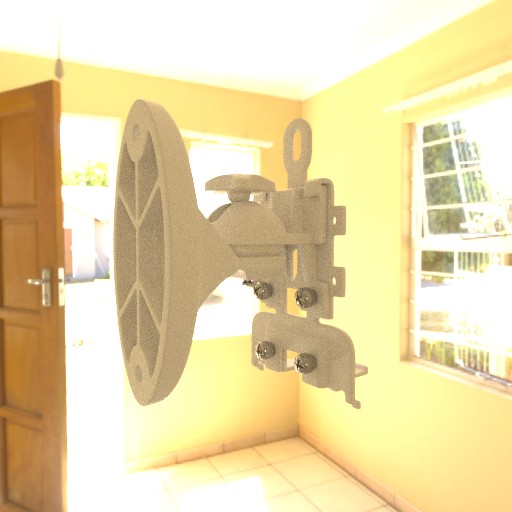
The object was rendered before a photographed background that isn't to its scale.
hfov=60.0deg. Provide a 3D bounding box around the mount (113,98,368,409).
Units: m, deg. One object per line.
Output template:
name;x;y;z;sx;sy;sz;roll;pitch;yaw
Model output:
mount;0.000;0.000;0.181;0.100;0.118;0.066;-2;3;-36
